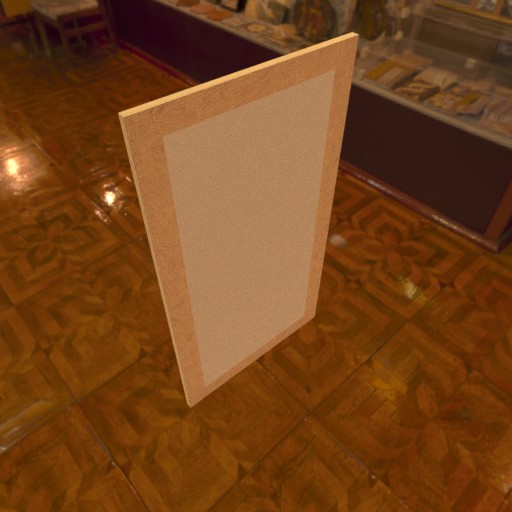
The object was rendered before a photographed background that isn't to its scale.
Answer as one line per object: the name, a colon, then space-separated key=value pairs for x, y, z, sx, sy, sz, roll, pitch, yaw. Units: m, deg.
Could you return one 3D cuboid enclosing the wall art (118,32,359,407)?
wall art: x=0.000 y=0.000 z=0.808 sx=0.381 sy=0.683 sz=0.013 roll=-31 pitch=53 yaw=-27
